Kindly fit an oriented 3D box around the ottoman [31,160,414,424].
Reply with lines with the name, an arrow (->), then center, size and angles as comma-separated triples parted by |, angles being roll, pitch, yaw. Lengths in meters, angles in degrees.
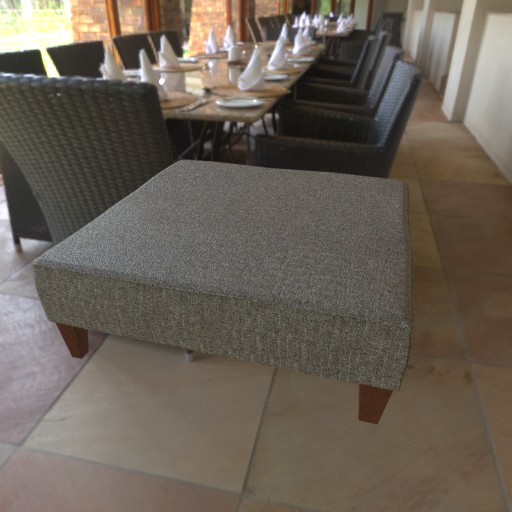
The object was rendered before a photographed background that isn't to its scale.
ottoman -> 0.000, 0.000, 1.551 | 1.016, 0.379, 0.981 | 8, 30, 14
